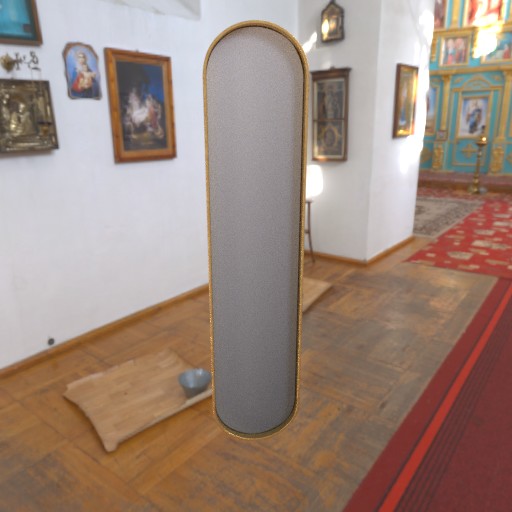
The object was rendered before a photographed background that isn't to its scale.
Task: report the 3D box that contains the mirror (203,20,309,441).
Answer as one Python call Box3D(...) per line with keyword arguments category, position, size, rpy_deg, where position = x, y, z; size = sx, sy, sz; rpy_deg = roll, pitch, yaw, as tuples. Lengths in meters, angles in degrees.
Box3D(category="mirror", position=(0.000, 0.000, 1.037), size=(0.222, 0.991, 0.032), rpy_deg=(-2, 16, -7))
